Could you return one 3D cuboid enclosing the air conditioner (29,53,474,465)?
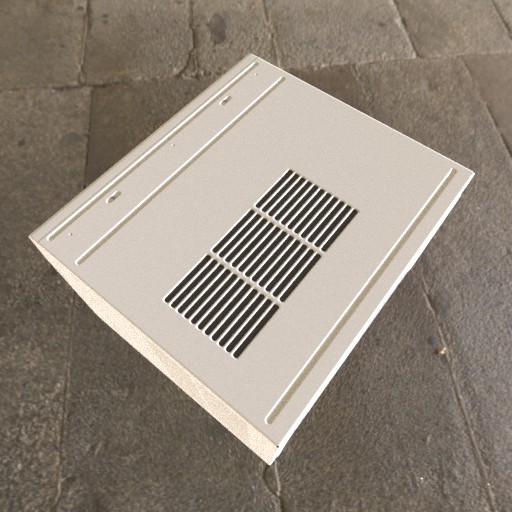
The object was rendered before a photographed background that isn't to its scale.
[{"bbox_3d":[0.000,0.000,1.043,0.599,0.455,0.645,35,67,17],"label":"air conditioner"}]
